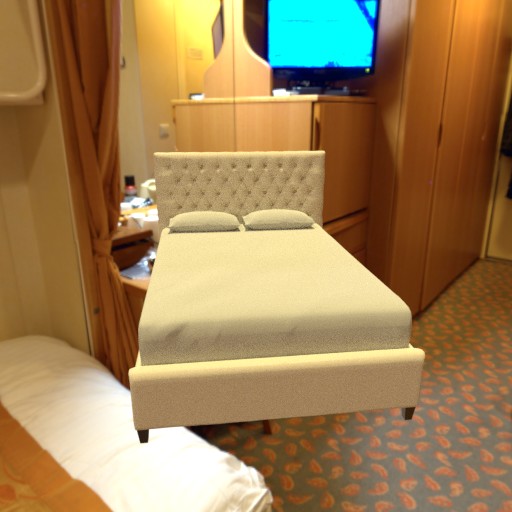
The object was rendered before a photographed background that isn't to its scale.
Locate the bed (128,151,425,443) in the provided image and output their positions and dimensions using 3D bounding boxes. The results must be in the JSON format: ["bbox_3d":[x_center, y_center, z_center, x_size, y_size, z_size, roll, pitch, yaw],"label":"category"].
[{"bbox_3d":[0.000,0.000,3.489,1.698,1.427,2.387,-2,18,-7],"label":"bed"}]
